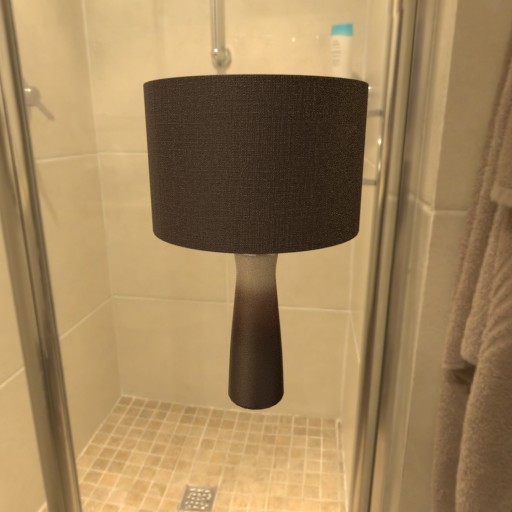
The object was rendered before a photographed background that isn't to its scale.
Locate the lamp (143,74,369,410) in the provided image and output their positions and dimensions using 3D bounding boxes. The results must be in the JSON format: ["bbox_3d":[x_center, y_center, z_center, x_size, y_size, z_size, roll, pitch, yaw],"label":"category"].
[{"bbox_3d":[0.000,0.000,0.681,0.303,0.488,0.303,0,16,0],"label":"lamp"}]
